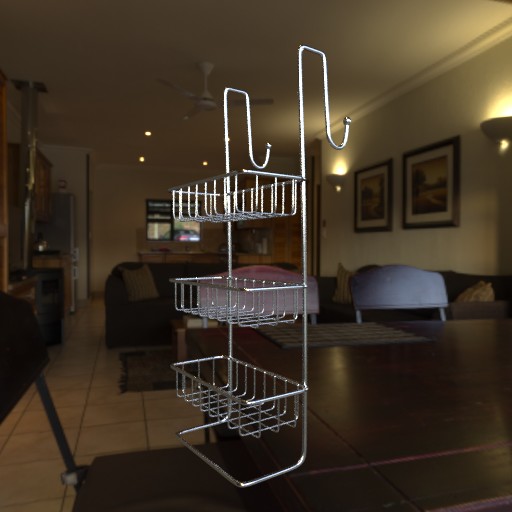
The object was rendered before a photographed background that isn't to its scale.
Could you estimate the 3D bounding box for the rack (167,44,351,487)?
[{"bbox_3d":[0.000,0.000,0.677,0.202,0.574,0.228,-1,1,-35],"label":"rack"}]
